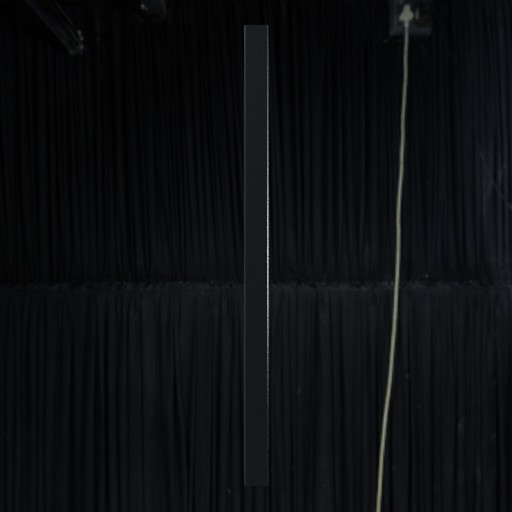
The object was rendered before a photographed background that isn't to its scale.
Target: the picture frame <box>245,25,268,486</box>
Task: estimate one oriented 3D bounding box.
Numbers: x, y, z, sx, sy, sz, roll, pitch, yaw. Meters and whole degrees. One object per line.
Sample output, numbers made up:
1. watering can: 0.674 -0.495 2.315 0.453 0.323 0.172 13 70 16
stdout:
1. picture frame: 0.000 0.000 0.765 0.028 0.556 0.460 0 0 0
